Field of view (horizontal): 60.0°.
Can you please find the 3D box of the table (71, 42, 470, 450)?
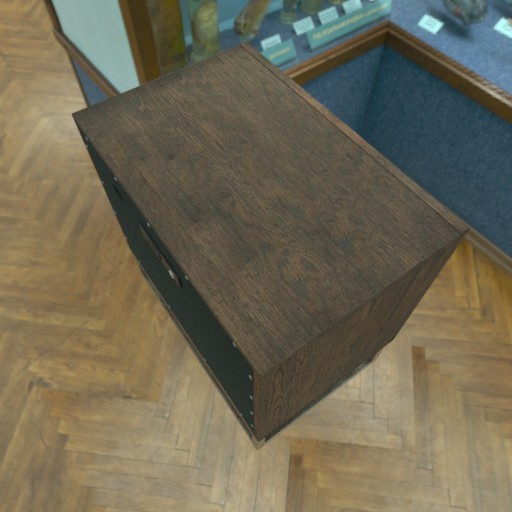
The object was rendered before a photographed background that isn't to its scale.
[{"bbox_3d":[0.000,0.000,1.271,0.542,0.746,0.767,-31,62,-18],"label":"table"}]
